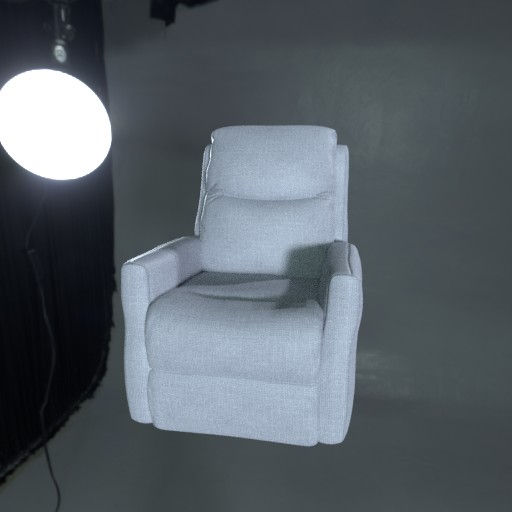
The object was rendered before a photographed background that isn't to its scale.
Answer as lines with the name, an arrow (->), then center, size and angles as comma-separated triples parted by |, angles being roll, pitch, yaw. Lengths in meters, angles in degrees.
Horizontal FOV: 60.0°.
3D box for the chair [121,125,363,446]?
chair -> 0.000, 0.000, 1.779 | 0.829, 1.030, 1.080 | 3, 15, 10
